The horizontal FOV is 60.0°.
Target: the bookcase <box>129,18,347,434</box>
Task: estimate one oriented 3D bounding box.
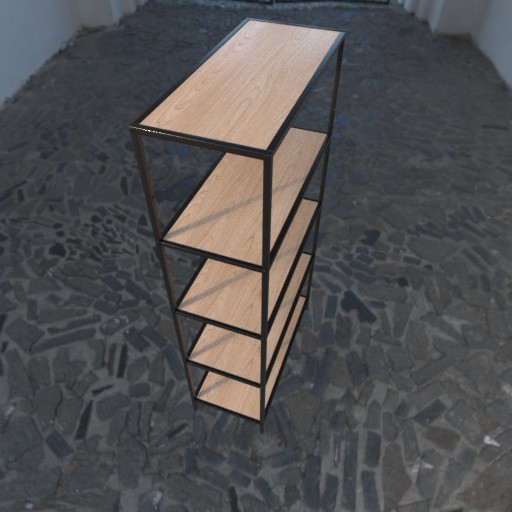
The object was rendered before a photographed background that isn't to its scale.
[{"bbox_3d":[0.000,0.000,1.780,0.350,1.500,0.770,15,48,14],"label":"bookcase"}]
